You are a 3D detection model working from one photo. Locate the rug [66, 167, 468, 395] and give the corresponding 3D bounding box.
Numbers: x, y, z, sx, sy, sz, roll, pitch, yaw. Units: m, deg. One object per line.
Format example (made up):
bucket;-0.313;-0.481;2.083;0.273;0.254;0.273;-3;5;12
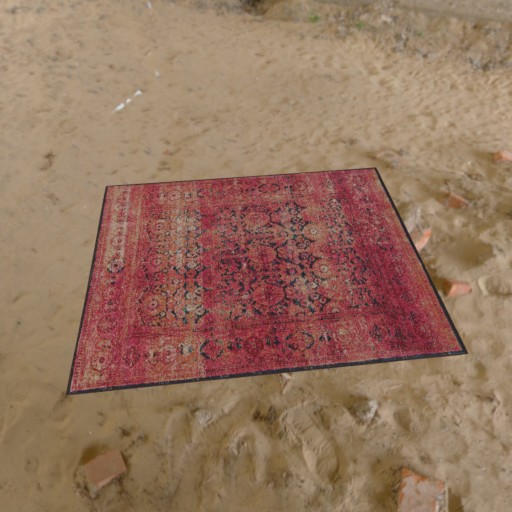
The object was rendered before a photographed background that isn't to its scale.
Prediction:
rug;0.000;0.000;4.119;3.032;0.020;2.411;-5;48;-4
